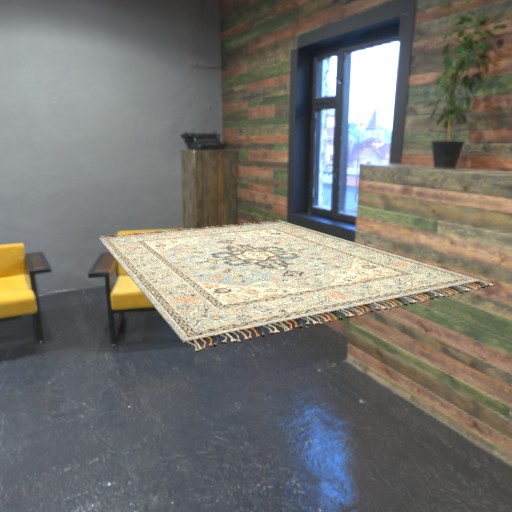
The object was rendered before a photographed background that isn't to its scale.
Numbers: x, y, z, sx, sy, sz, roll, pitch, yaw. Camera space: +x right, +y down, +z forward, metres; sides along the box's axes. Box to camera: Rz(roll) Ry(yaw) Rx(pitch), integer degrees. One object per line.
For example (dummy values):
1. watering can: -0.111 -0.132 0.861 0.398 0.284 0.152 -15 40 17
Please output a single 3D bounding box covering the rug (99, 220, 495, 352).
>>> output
1. rug: 0.000 0.000 2.229 1.278 0.009 1.730 -7 16 -26
